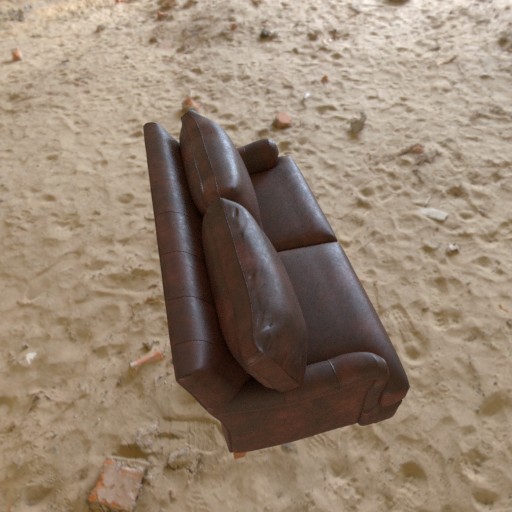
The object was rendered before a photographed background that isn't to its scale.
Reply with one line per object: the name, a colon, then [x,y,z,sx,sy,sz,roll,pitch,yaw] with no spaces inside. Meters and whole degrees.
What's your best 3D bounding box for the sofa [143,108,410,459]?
sofa: [0.000,0.000,2.826,1.147,1.071,2.144,-10,47,-9]
